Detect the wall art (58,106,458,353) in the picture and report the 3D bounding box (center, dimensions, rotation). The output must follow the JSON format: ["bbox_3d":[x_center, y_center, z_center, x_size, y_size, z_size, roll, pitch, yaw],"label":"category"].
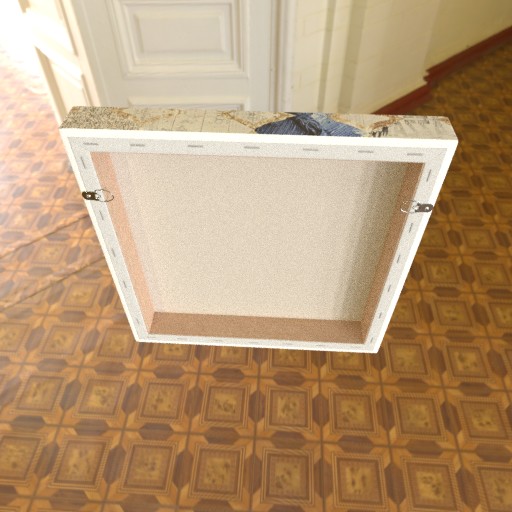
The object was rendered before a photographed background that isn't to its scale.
[{"bbox_3d":[0.000,0.000,0.455,0.303,0.304,0.036,2,47,2],"label":"wall art"}]
